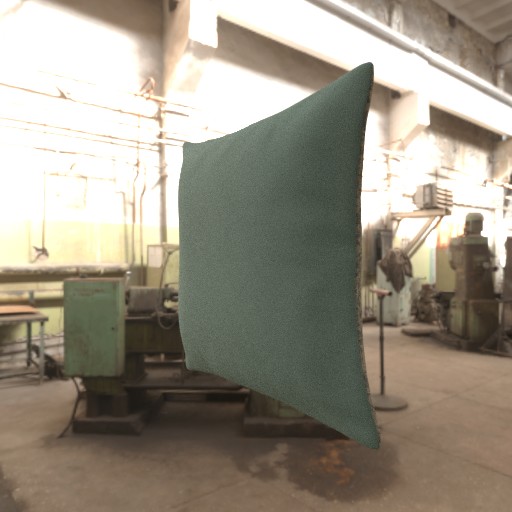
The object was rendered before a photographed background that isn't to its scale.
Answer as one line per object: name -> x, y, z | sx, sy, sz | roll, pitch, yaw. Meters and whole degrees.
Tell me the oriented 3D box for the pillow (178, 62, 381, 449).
pillow -> 0.000, 0.000, 0.784 | 0.166, 0.507, 0.526 | 0, 0, -36
